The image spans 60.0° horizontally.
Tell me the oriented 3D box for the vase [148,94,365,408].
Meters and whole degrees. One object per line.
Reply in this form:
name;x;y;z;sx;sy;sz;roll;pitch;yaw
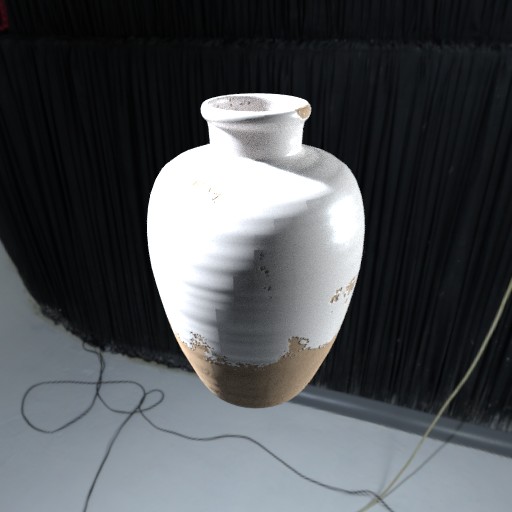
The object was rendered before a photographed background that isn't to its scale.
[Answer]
vase;0.000;0.000;0.343;0.158;0.228;0.158;0;29;0
